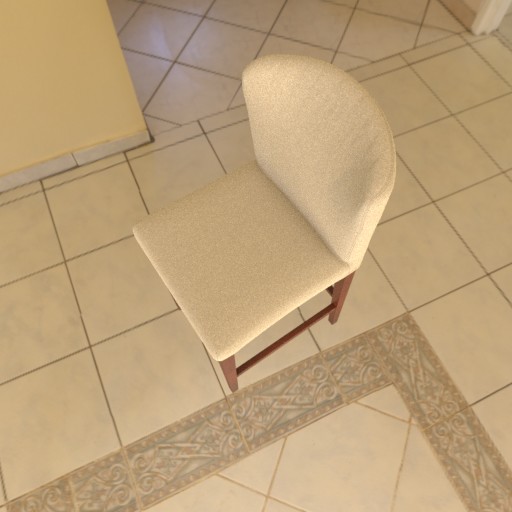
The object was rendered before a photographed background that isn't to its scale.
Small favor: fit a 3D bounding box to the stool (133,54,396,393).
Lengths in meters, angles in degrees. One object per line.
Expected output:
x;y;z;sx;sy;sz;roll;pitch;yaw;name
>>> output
0.000;0.000;1.375;0.568;1.069;0.479;-32;68;-15;stool
